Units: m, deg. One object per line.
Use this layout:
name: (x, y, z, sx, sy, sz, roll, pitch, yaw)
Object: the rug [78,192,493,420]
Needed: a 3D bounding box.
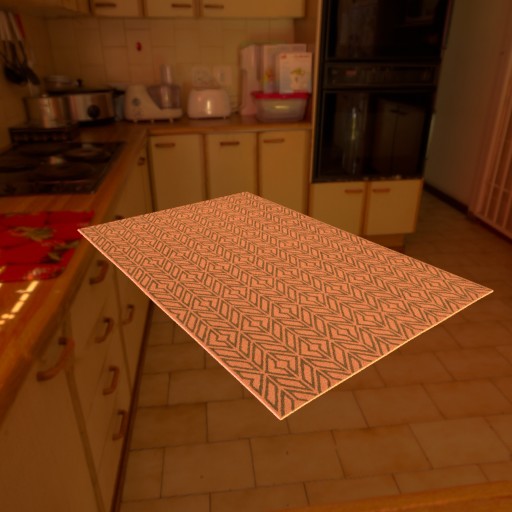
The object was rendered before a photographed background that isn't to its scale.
rug: (0.000, 0.000, 2.261, 1.220, 0.007, 1.828, -18, 31, -33)
